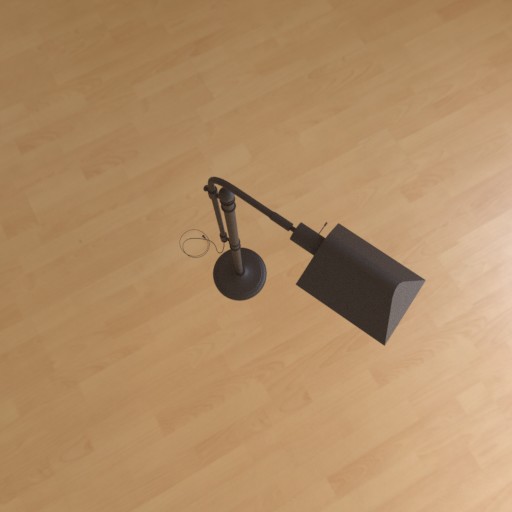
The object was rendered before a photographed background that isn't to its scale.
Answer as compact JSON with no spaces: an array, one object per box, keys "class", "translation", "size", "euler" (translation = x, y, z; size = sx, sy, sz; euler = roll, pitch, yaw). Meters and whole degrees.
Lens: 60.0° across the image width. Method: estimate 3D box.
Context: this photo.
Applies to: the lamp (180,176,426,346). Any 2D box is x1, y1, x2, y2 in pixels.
[{"class":"lamp","translation":[0.000,0.000,0.968],"size":[0.545,0.708,0.159],"euler":[35,78,8]}]
